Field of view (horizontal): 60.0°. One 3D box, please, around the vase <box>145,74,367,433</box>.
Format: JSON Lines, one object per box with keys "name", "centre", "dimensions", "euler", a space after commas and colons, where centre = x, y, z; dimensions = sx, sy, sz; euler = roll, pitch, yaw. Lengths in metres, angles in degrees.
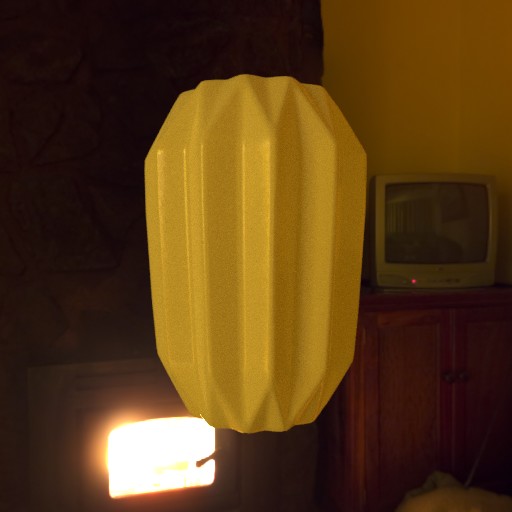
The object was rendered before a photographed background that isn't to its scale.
{"name": "vase", "centre": [0.000, 0.000, 0.398], "dimensions": [0.195, 0.275, 0.195], "euler": [0, 1, 0]}
